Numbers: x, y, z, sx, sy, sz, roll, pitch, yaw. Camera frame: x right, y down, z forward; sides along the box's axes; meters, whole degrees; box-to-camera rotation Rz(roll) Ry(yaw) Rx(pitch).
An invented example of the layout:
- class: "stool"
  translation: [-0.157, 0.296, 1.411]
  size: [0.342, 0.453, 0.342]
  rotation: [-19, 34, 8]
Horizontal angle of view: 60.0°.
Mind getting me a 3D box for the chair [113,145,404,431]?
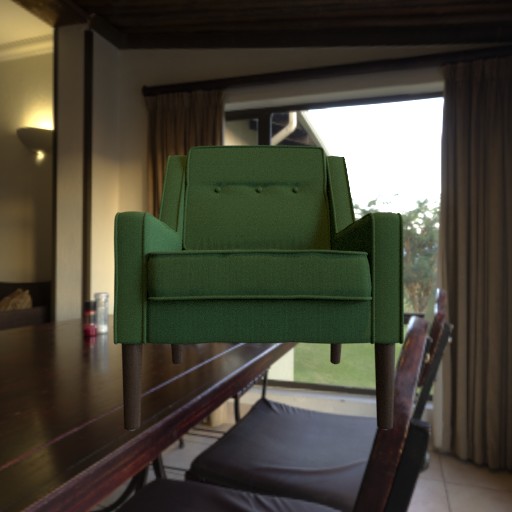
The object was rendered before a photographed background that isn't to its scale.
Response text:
- class: "chair"
  translation: [0.000, 0.000, 1.327]
  size: [0.663, 0.792, 0.743]
  rotation: [0, 0, 0]
